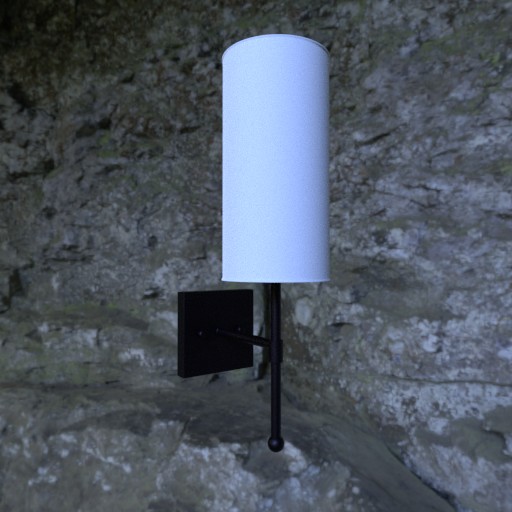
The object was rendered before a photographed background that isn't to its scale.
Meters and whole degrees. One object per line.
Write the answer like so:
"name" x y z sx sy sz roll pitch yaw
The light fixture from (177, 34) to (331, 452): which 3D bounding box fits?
"light fixture" 0.000 0.000 0.557 0.128 0.462 0.208 1 -1 -36
